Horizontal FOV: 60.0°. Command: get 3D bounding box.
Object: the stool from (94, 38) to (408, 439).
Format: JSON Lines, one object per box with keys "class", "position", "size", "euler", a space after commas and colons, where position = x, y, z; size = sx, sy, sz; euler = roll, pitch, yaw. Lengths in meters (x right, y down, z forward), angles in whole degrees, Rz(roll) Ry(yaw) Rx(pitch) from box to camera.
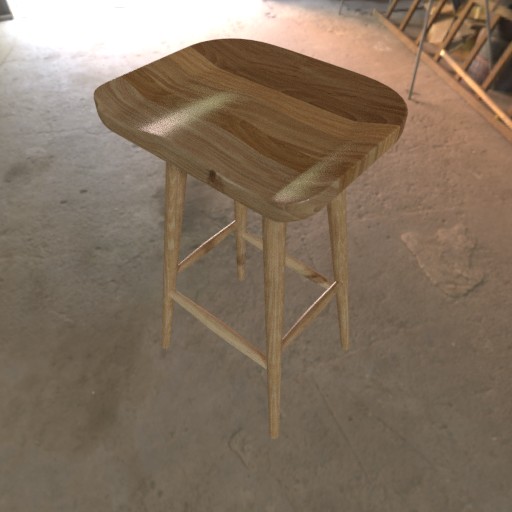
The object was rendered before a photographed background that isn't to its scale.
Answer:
{"class": "stool", "position": [0.000, 0.000, 0.909], "size": [0.407, 0.698, 0.322], "euler": [32, 55, 26]}
